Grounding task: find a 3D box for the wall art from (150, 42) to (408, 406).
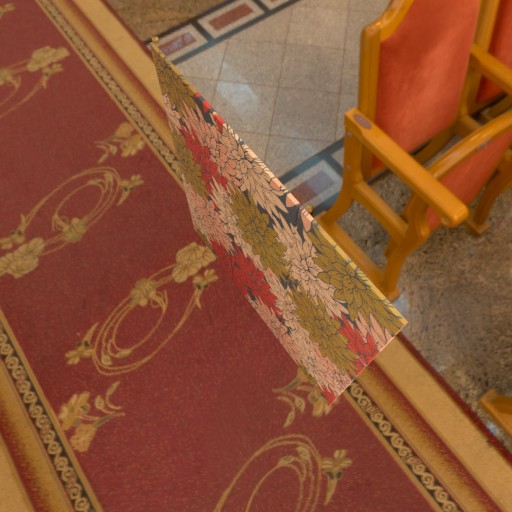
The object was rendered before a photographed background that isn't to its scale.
[{"bbox_3d":[0.000,0.000,1.801,0.013,1.218,1.206,-33,67,-15],"label":"wall art"}]
